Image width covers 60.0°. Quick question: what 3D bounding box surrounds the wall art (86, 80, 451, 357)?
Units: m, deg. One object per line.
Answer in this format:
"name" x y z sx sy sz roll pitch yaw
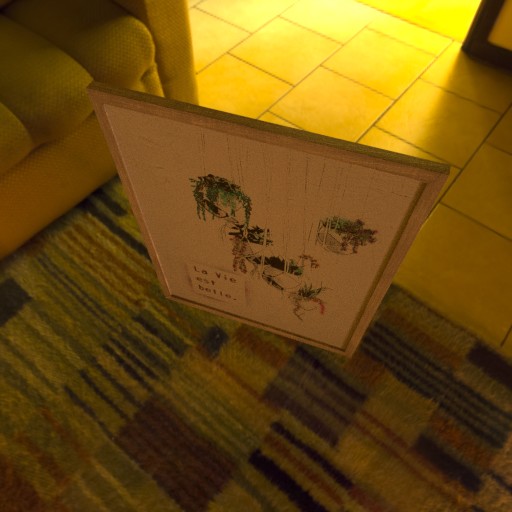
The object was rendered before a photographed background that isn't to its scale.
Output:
"wall art" 0.000 0.000 1.343 0.781 1.022 0.035 16 59 10
